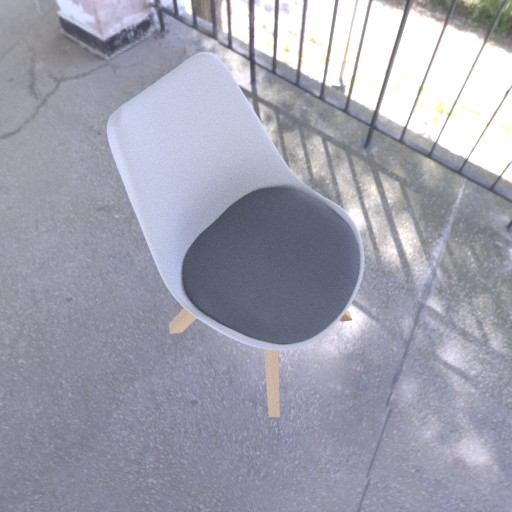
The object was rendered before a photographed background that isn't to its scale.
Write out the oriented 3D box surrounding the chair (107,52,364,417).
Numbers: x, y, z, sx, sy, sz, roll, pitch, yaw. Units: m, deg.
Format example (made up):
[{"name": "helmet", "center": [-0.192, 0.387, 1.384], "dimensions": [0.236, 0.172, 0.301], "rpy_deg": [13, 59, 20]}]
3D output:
[{"name": "chair", "center": [0.000, 0.000, 1.181], "dimensions": [0.550, 0.850, 0.485], "rpy_deg": [35, 65, 19]}]
